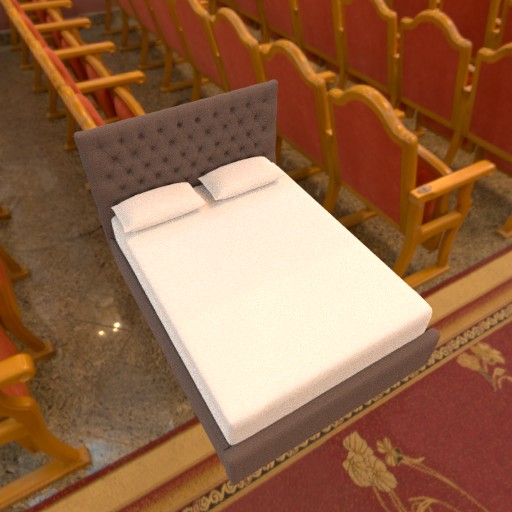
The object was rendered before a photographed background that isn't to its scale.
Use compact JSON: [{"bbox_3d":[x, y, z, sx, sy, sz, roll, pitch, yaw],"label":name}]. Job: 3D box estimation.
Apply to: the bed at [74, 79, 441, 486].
[{"bbox_3d":[0.000,0.000,3.244,1.696,1.426,2.233,-23,50,-21],"label":"bed"}]
